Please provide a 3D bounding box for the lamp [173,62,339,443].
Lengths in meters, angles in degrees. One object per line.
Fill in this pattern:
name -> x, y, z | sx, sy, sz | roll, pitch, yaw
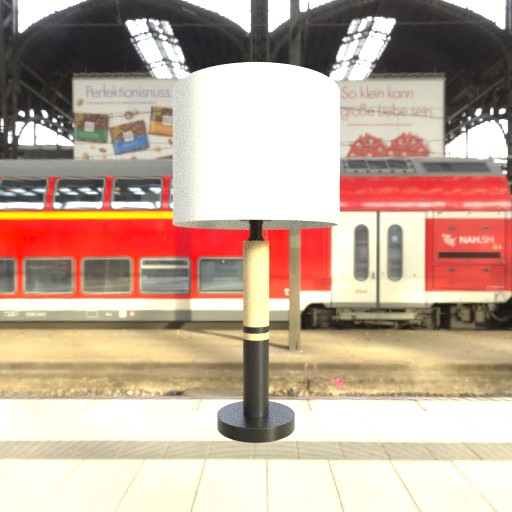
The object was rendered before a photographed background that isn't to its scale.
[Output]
lamp -> 0.000, 0.000, 0.827 | 0.305, 0.640, 0.305 | 0, 1, -1
